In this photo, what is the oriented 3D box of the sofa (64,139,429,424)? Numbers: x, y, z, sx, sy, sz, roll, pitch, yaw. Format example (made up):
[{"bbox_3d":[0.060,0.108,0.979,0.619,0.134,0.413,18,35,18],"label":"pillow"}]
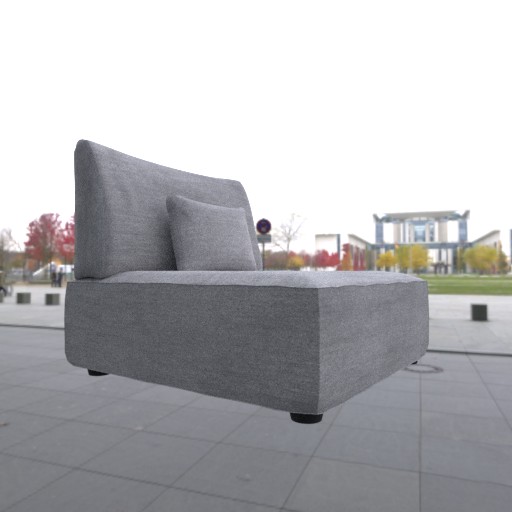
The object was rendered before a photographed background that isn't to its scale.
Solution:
[{"bbox_3d":[0.000,0.000,1.652,1.000,0.820,0.930,-1,-2,35],"label":"sofa"}]
